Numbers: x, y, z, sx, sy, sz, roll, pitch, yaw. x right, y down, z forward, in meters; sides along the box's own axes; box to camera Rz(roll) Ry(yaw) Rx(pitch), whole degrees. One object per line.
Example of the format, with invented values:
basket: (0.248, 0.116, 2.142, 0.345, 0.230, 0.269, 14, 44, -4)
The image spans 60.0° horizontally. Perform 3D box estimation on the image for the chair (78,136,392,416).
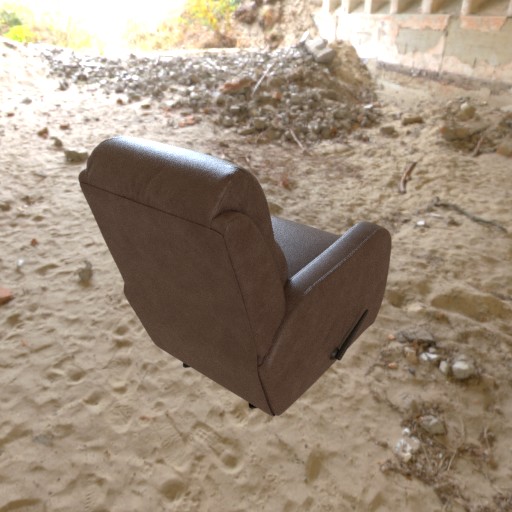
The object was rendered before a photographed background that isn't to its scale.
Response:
chair: (0.000, 0.000, 1.847, 0.865, 1.067, 1.067, 21, 35, 33)
